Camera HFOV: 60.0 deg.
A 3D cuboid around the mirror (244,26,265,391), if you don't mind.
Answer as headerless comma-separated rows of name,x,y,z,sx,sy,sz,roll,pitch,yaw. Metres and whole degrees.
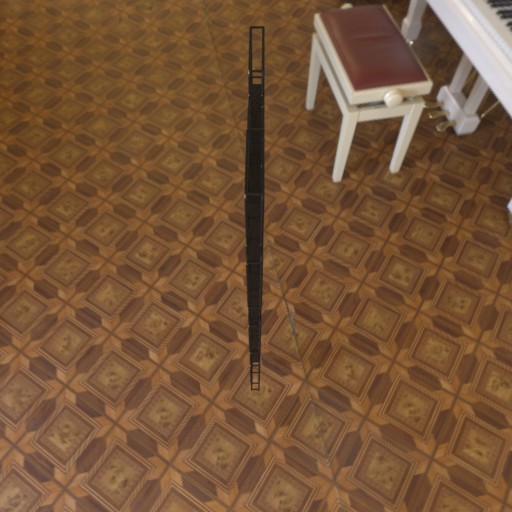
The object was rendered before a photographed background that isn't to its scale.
mirror,0.000,0.000,1.376,0.037,1.192,0.565,1,59,0
